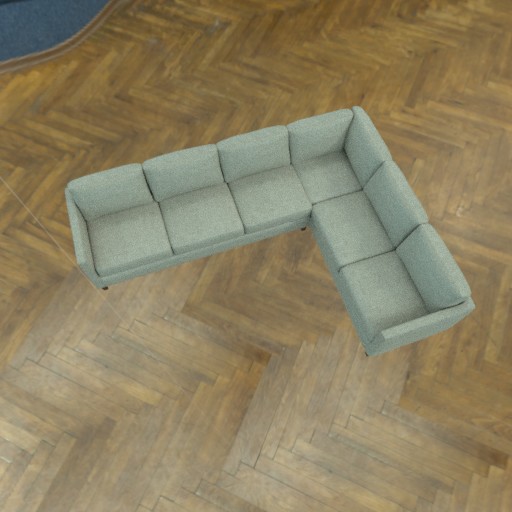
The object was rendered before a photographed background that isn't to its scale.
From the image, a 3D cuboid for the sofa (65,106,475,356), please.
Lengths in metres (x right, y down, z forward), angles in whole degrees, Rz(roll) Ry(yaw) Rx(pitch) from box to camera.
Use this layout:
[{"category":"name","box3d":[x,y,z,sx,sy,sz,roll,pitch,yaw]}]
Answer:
[{"category":"sofa","box3d":[0.000,0.000,4.428,3.333,0.934,2.522,-17,65,-8]}]
